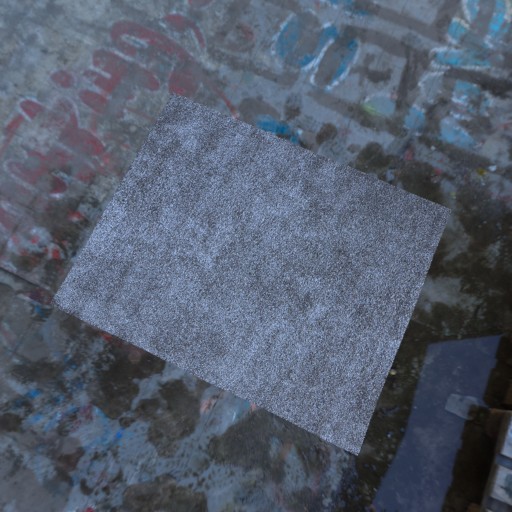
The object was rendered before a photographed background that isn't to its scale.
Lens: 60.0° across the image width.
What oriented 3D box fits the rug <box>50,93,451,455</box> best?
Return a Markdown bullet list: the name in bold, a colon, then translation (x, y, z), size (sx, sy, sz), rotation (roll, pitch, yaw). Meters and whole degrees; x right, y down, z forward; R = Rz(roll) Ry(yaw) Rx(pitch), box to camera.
- **rug**: translation (0.000, 0.000, 4.127), size (3.000, 0.025, 2.401), rotation (24, 77, 6)
